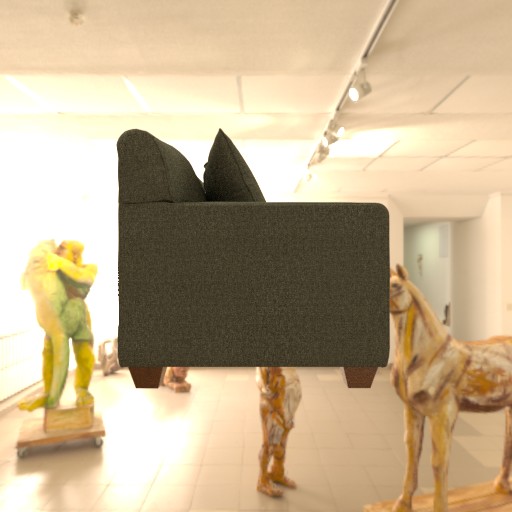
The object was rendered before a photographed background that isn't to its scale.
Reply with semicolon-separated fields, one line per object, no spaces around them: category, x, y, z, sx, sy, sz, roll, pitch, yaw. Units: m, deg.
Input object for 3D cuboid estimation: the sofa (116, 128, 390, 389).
sofa;0.000;0.000;2.536;0.997;0.958;2.024;0;-1;0
